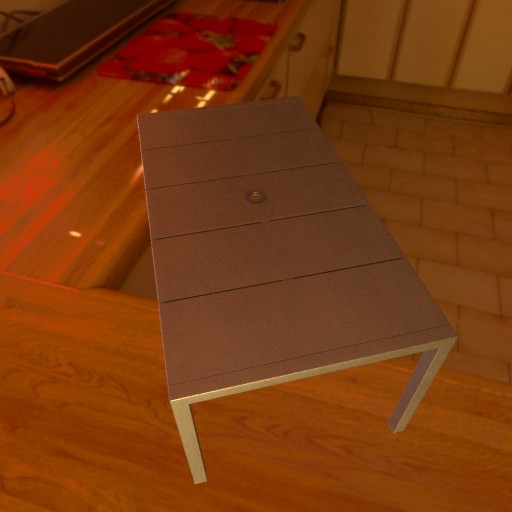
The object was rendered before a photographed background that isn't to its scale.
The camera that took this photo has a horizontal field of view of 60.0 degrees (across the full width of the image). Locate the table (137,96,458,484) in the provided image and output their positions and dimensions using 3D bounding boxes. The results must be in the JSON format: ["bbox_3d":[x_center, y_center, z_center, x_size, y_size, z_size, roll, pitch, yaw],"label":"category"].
[{"bbox_3d":[0.000,0.000,2.157,0.914,0.735,1.680,-10,47,-9],"label":"table"}]
